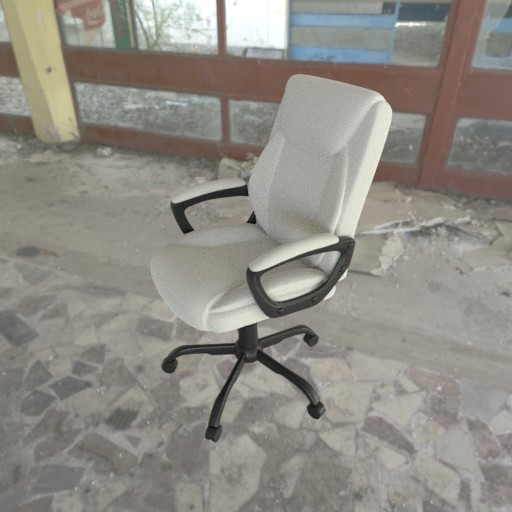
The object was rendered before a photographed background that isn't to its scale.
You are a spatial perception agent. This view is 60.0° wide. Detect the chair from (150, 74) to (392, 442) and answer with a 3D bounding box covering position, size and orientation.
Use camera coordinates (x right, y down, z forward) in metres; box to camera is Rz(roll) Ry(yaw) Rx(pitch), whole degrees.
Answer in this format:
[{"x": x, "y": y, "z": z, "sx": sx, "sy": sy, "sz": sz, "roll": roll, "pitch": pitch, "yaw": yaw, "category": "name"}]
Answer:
[{"x": 0.000, "y": 0.000, "z": 1.492, "sx": 0.669, "sy": 1.065, "sz": 0.663, "roll": -19, "pitch": 36, "yaw": -28, "category": "chair"}]
